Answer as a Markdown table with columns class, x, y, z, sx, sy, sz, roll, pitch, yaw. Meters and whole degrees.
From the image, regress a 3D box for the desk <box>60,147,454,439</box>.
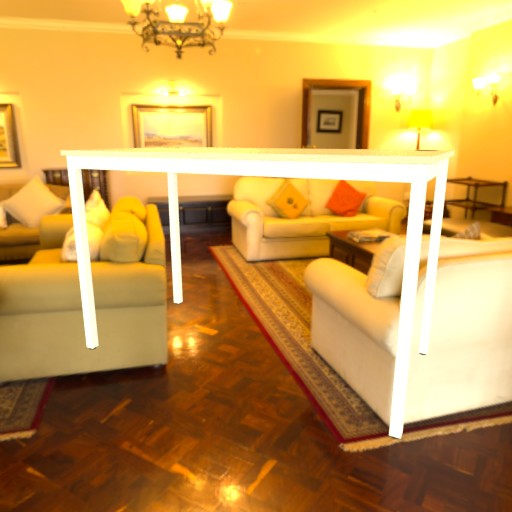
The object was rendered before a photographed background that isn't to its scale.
| class | x | y | z | sx | sy | sz | roll | pitch | yaw |
| --- | --- | --- | --- | --- | --- | --- | --- | --- | --- |
| desk | 0.000 | 0.000 | 1.603 | 1.200 | 0.750 | 0.600 | 8 | 17 | 26 |
